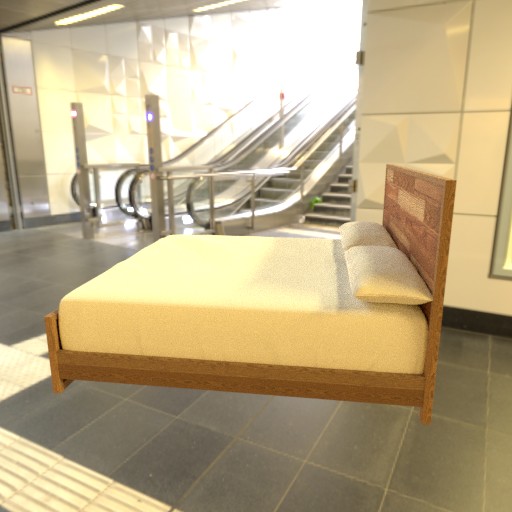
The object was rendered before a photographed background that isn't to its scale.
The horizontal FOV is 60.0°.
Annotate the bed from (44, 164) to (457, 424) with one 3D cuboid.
[{"bbox_3d":[0.000,0.000,3.339,2.184,1.295,2.013,2,14,8],"label":"bed"}]
